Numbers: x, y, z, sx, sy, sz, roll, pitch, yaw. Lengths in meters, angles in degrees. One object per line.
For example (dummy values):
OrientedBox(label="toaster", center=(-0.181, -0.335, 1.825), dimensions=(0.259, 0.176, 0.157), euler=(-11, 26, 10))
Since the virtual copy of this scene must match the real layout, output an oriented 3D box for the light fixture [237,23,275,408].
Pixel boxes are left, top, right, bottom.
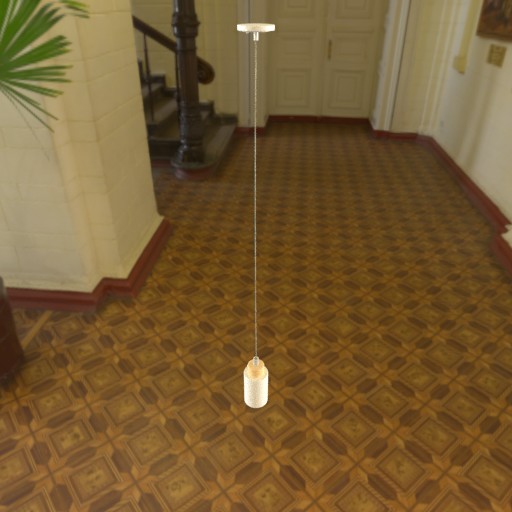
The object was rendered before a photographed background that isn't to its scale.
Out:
OrientedBox(label="light fixture", center=(0.000, 0.000, 1.939), dimensions=(0.125, 1.798, 0.125), euler=(-23, 38, -33))
